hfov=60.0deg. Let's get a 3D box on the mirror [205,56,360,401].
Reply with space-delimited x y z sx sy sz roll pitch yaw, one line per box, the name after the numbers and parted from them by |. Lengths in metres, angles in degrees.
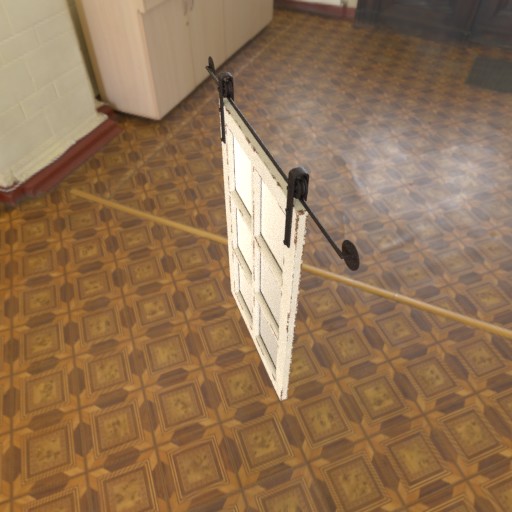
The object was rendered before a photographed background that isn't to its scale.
0.000 0.000 1.222 0.037 0.844 0.808 -16 49 -14 | mirror
